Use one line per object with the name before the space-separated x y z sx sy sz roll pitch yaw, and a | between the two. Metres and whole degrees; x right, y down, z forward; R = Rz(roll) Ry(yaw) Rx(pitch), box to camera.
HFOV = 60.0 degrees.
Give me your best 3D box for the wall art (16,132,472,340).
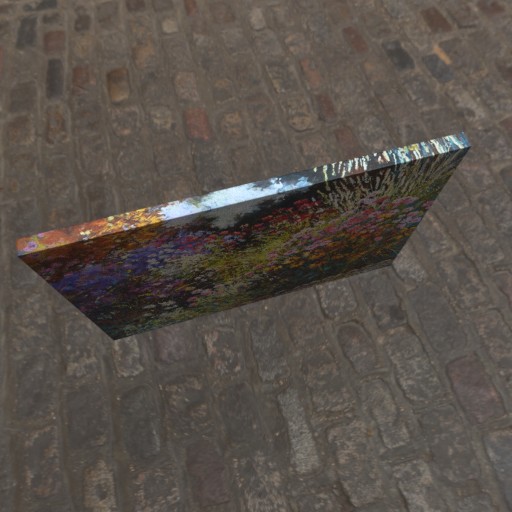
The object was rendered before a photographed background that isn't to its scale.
wall art | 0.000 0.000 1.135 0.908 0.604 0.037 -15 66 -7
